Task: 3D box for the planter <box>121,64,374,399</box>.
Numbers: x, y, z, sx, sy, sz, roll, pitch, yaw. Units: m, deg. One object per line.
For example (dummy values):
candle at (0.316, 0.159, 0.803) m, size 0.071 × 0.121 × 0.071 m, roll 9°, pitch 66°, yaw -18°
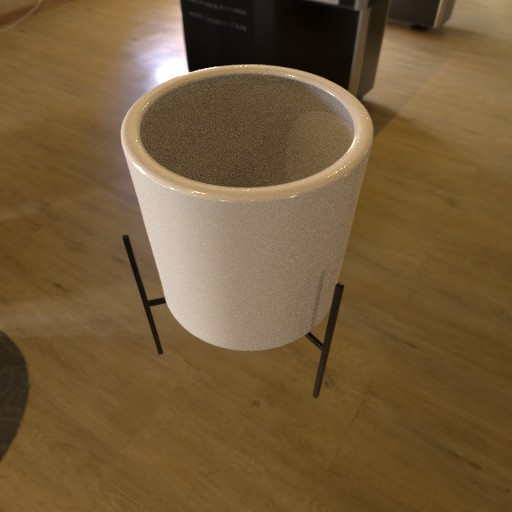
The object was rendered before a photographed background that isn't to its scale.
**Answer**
planter at (0.000, 0.000, 0.646) m, size 0.307 × 0.431 × 0.308 m, roll -32°, pitch 55°, yaw -26°
